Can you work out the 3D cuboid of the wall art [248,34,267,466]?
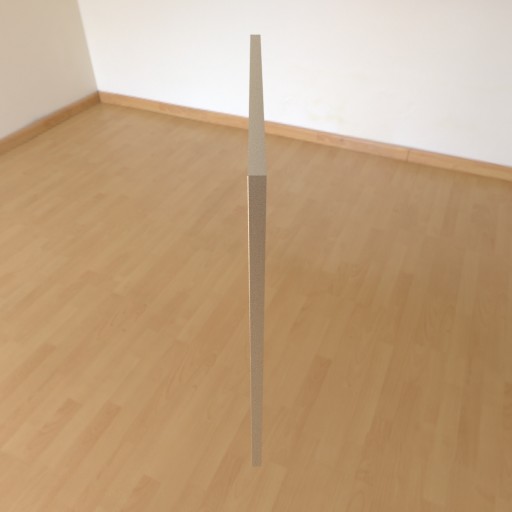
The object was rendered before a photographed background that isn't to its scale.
[{"bbox_3d":[0.000,0.000,1.361,0.030,1.046,0.816,0,41,0],"label":"wall art"}]
